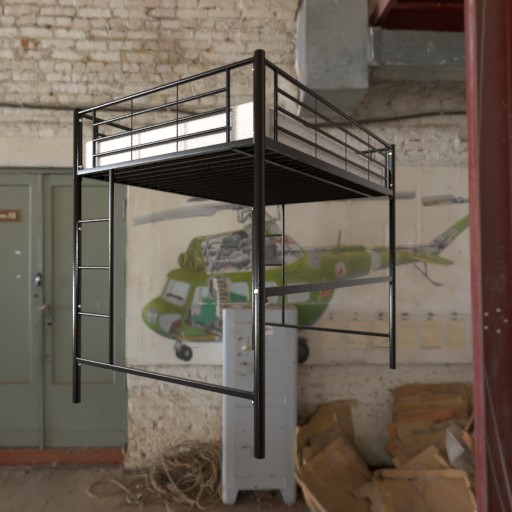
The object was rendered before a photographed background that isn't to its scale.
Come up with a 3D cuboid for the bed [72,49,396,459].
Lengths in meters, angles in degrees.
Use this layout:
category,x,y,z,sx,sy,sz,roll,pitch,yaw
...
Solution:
category,x,y,z,sx,sy,sz,roll,pitch,yaw
bed,0.000,0.000,3.149,1.397,1.803,1.994,0,-1,34
